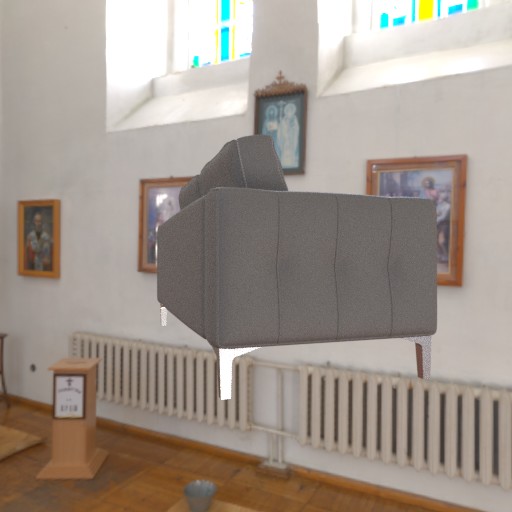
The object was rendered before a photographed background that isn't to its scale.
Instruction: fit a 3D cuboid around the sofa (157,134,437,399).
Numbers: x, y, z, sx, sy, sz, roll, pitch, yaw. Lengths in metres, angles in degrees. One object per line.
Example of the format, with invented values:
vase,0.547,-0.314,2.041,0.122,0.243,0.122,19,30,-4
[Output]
sofa,0.000,0.000,2.252,0.833,0.892,1.726,0,-1,-18
